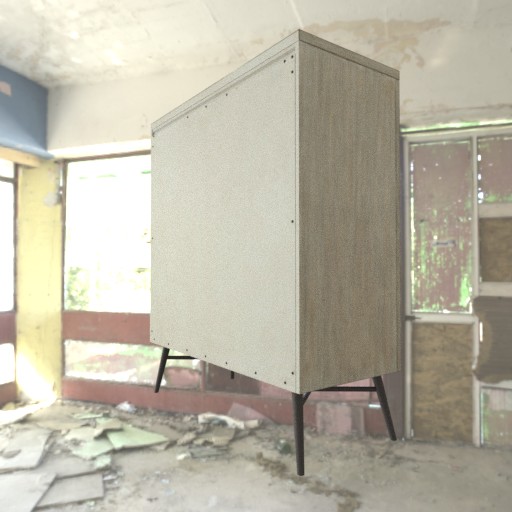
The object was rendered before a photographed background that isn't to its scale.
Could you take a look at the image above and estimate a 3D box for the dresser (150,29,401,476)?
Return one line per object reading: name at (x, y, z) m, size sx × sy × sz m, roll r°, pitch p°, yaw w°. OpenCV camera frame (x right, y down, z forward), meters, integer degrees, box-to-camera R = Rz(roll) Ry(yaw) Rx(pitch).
dresser at (0.000, 0.000, 1.741) m, size 0.457 × 1.219 × 1.016 m, roll 1°, pitch -1°, yaw -36°
